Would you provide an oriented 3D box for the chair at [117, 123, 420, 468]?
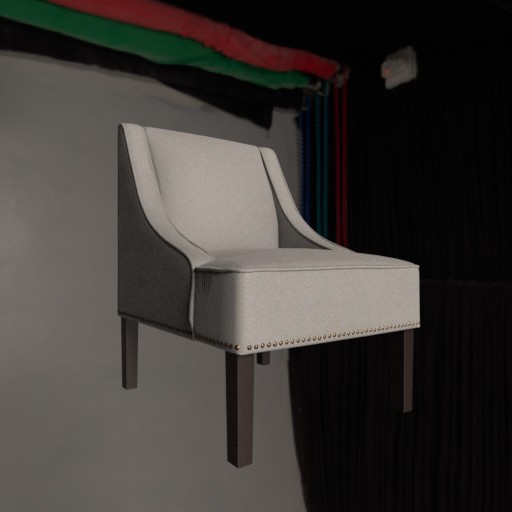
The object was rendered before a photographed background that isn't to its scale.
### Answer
[{"bbox_3d":[0.000,0.000,1.348,0.631,0.867,0.747,0,0,-36],"label":"chair"}]
